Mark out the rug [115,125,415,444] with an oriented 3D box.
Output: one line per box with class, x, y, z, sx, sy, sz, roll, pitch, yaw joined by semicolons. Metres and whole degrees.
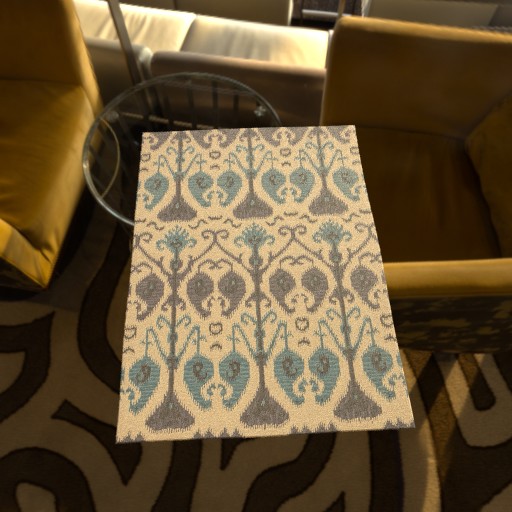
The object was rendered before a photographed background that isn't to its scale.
rug;0.000;0.000;2.976;1.676;0.013;2.261;-2;63;-1
